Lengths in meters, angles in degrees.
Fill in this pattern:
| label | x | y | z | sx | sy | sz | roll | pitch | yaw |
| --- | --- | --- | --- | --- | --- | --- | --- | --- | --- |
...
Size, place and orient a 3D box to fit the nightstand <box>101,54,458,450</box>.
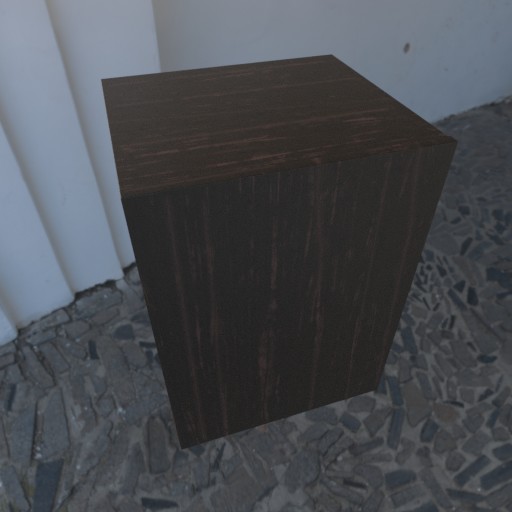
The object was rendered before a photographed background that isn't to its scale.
| label | x | y | z | sx | sy | sz | roll | pitch | yaw |
| --- | --- | --- | --- | --- | --- | --- | --- | --- | --- |
| nightstand | 0.000 | 0.000 | 0.801 | 0.400 | 0.559 | 0.356 | -12 | 43 | -13 |
